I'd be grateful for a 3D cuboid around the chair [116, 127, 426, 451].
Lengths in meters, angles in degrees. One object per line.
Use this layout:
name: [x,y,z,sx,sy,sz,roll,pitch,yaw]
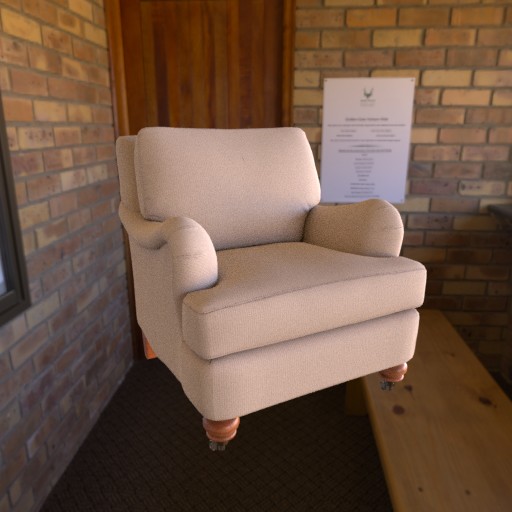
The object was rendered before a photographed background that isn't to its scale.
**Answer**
chair: [0.000,0.000,1.857,0.955,1.038,1.070,-8,18,-27]
